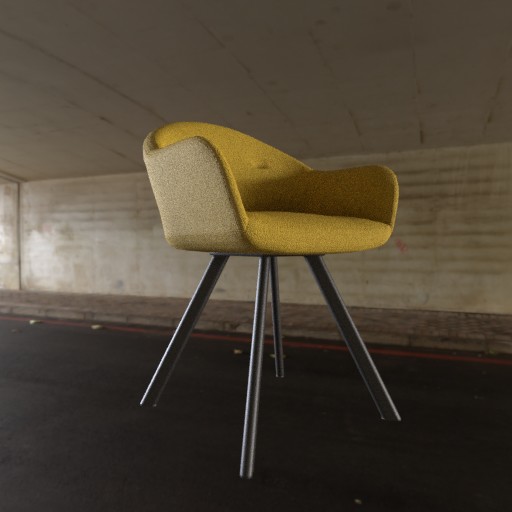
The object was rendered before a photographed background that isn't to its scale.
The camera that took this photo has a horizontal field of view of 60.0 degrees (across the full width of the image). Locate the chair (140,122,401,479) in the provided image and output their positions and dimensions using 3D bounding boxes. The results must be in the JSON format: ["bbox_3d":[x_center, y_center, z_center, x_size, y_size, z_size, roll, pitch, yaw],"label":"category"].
[{"bbox_3d":[0.000,0.000,1.139,0.545,0.775,0.565,-1,2,-36],"label":"chair"}]
